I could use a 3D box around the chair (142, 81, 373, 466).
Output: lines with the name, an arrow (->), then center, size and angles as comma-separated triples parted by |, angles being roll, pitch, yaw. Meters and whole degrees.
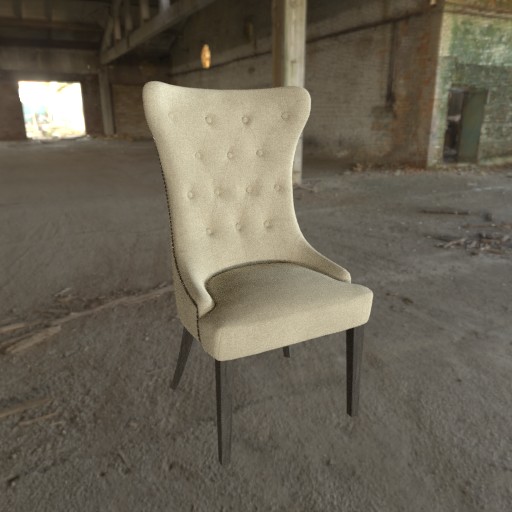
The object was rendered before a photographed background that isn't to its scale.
chair -> 0.000, 0.000, 1.438 | 0.584, 1.065, 0.590 | -9, 20, -26
